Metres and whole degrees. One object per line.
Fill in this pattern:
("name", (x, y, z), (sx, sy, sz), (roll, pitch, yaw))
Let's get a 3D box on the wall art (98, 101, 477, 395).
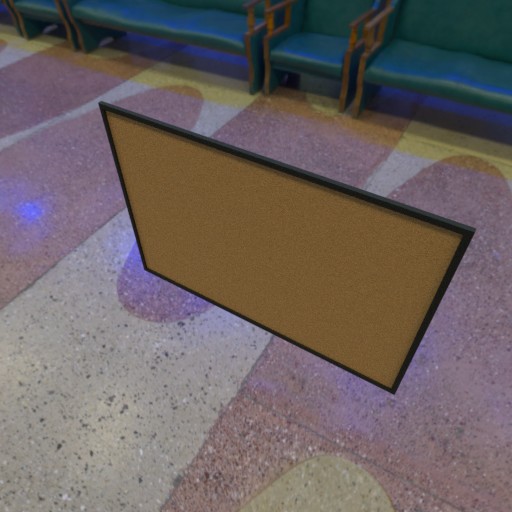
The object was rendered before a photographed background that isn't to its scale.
("wall art", (0.000, 0.000, 1.244), (0.963, 0.665, 0.013), (24, 51, 21))
